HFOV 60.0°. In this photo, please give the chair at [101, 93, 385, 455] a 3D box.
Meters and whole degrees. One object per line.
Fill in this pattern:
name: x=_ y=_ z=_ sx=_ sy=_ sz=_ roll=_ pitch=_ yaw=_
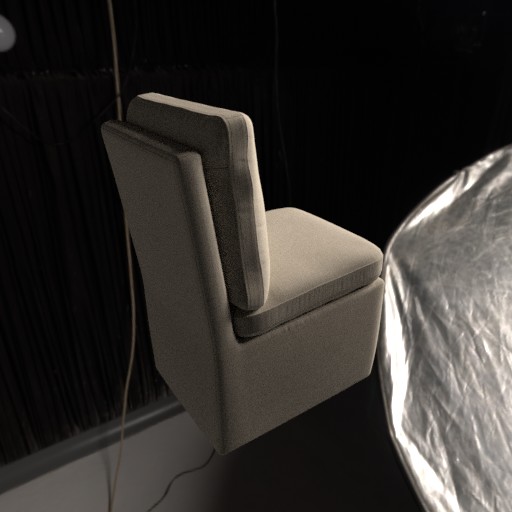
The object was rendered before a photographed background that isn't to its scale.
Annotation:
chair: x=0.000 y=0.000 z=1.355 sx=0.698 sy=0.927 sz=0.503 roll=-17 pitch=31 yaw=-30
